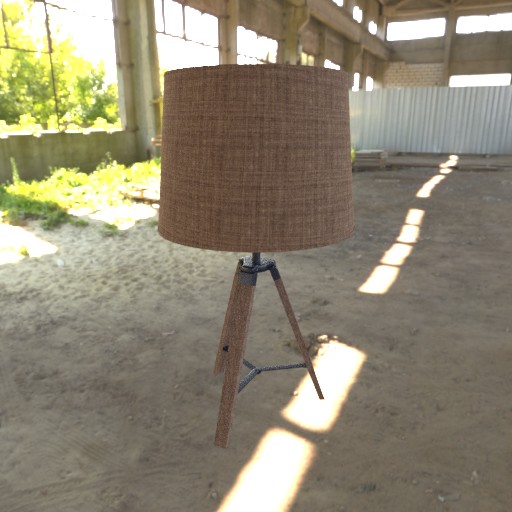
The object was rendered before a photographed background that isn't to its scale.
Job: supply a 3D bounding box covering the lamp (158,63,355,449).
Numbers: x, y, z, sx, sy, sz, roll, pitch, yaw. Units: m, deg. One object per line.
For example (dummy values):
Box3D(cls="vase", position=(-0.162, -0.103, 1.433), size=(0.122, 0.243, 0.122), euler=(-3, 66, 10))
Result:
Box3D(cls="lamp", position=(0.000, 0.000, 0.679), size=(0.290, 0.514, 0.290), euler=(0, 17, 0))
